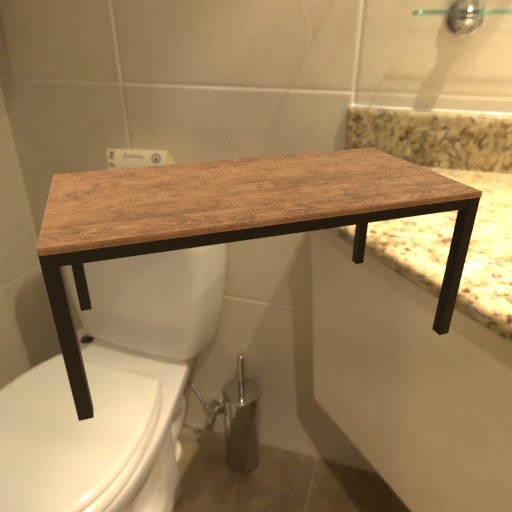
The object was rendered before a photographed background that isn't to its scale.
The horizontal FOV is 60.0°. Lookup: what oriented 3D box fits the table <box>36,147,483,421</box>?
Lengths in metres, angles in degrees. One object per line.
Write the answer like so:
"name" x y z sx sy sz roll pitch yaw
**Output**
"table" 0.000 0.000 2.239 1.805 0.767 0.893 -9 28 -17
